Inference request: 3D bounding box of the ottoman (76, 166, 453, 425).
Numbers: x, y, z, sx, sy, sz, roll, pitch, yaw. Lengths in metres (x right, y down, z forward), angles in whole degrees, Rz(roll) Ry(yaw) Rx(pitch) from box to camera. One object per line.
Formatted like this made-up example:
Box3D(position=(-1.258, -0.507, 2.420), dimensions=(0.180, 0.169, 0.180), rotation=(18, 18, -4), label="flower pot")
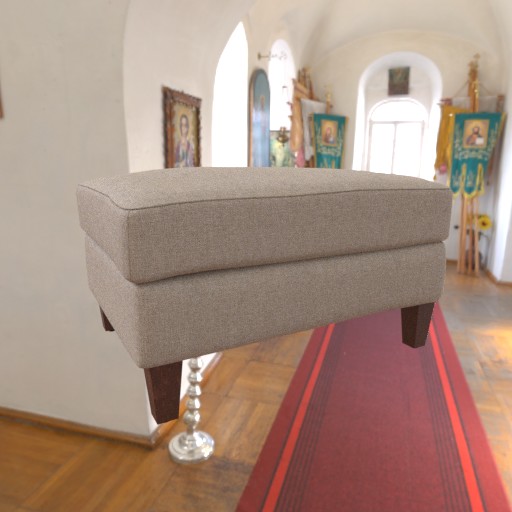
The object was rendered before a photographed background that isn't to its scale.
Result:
Box3D(position=(0.000, 0.000, 1.303), dimensions=(0.898, 0.519, 0.677), rotation=(-7, 15, -28), label="ottoman")
